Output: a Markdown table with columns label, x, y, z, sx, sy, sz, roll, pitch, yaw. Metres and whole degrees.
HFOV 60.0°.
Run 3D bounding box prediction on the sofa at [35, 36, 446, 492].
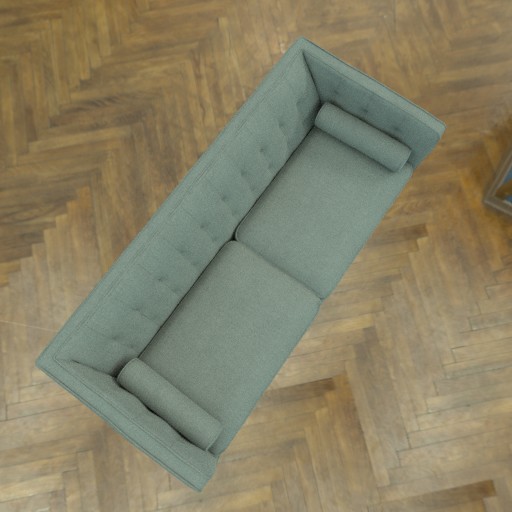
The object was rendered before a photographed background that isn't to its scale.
| label | x | y | z | sx | sy | sz | roll | pitch | yaw |
| --- | --- | --- | --- | --- | --- | --- | --- | --- | --- |
| sofa | 0.000 | 0.000 | 2.421 | 0.912 | 0.798 | 2.079 | 35 | 78 | 8 |
